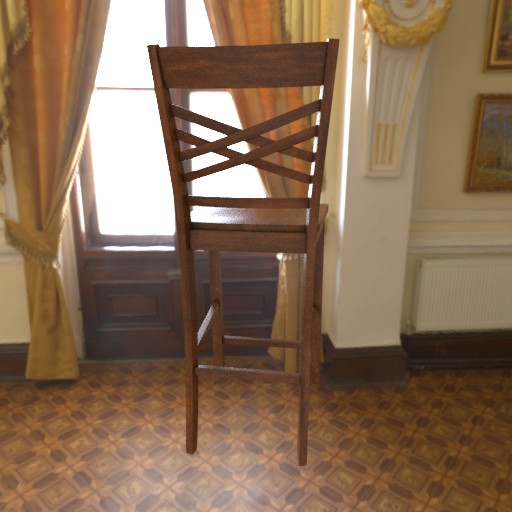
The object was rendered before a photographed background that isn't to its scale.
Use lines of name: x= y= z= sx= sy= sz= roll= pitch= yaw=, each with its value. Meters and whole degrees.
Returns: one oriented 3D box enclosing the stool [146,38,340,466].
stool: x=0.000 y=0.000 z=1.332 sx=0.426 sy=1.098 sz=0.504 roll=2 pitch=15 yaw=8
